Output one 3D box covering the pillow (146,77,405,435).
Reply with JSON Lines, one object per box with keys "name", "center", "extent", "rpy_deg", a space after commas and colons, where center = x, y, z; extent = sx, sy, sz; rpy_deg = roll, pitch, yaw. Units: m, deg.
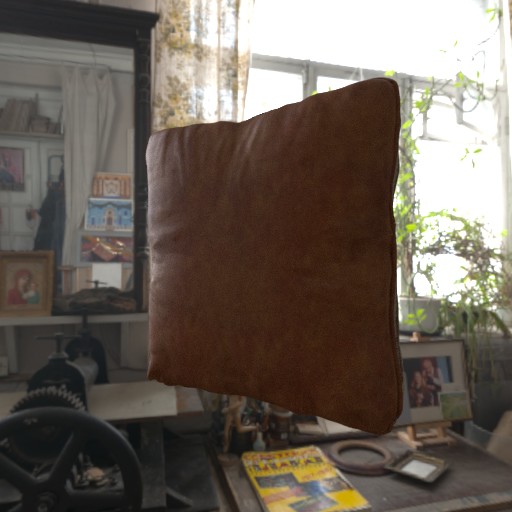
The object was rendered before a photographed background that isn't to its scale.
{"name": "pillow", "center": [0.000, 0.000, 0.735], "extent": [0.489, 0.490, 0.130], "rpy_deg": [0, -1, 36]}
